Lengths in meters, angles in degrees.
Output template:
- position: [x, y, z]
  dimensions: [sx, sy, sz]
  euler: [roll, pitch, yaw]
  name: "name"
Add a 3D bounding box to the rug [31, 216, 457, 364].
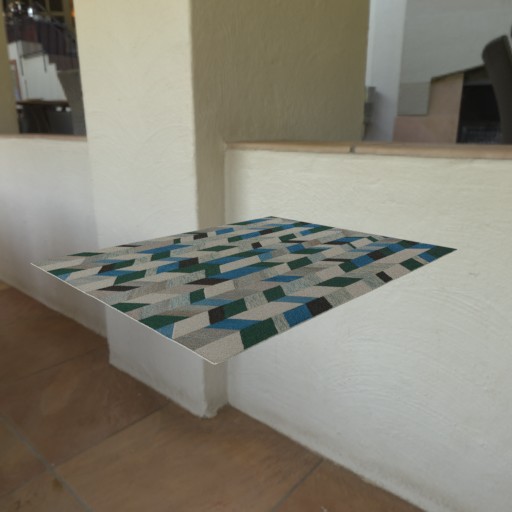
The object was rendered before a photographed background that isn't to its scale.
- position: [0.000, 0.000, 4.011]
  dimensions: [2.440, 0.008, 3.036]
  euler: [15, 22, 43]
  name: "rug"
